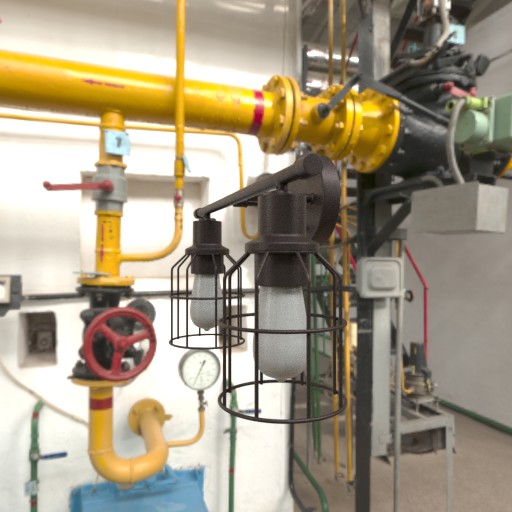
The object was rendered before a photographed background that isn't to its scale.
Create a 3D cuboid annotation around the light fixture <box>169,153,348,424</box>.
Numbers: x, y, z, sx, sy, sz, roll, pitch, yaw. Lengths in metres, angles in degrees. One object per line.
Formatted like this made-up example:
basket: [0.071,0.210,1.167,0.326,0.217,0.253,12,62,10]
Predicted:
light fixture: [0.000,0.000,0.532,0.165,0.254,0.406,0,0,-20]
